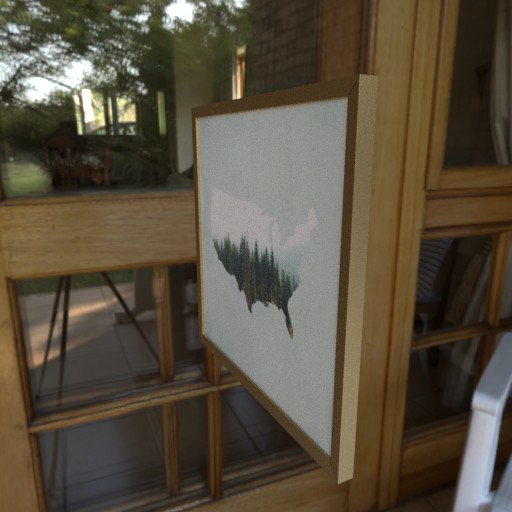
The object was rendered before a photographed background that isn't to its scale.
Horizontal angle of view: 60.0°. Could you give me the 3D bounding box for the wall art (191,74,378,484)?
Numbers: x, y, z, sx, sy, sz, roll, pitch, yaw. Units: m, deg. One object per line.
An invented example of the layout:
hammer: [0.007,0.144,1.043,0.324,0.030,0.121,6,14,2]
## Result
wall art: [0.000,0.000,1.122,0.038,0.762,0.762,-7,16,-27]
